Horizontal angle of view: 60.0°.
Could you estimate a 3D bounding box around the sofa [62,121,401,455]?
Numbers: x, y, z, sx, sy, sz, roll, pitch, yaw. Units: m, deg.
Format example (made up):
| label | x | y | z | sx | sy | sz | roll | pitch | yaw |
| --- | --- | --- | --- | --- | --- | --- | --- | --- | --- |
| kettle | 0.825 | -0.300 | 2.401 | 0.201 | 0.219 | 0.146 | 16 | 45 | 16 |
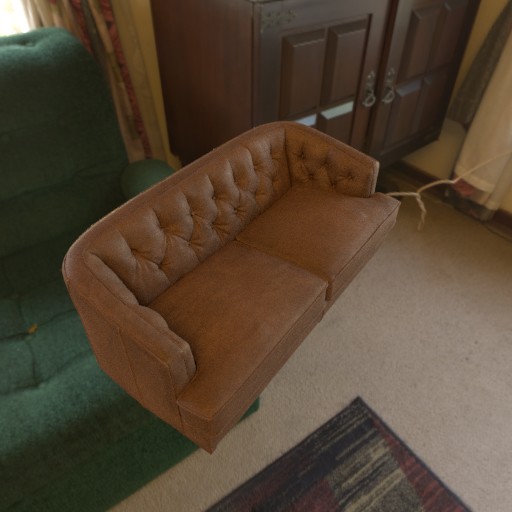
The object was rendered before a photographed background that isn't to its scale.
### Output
| label | x | y | z | sx | sy | sz | roll | pitch | yaw |
| --- | --- | --- | --- | --- | --- | --- | --- | --- | --- |
| sofa | 0.000 | 0.000 | 2.333 | 0.917 | 0.799 | 1.767 | 26 | 47 | 26 |
